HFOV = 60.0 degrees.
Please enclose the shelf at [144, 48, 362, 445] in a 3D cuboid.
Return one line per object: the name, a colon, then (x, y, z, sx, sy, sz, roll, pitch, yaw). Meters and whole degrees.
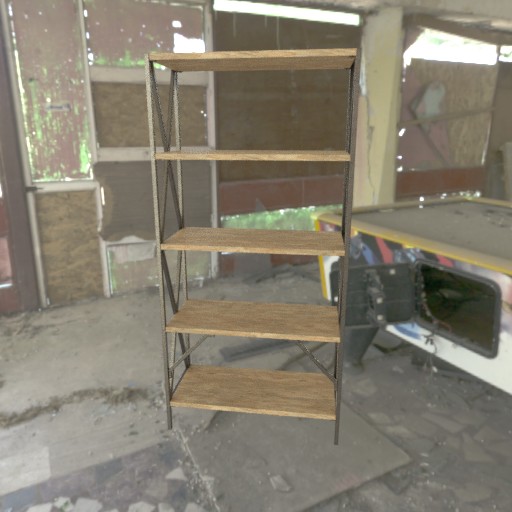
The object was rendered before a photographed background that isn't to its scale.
shelf: (0.000, 0.000, 2.191, 0.874, 1.803, 0.386, 2, 16, 8)
